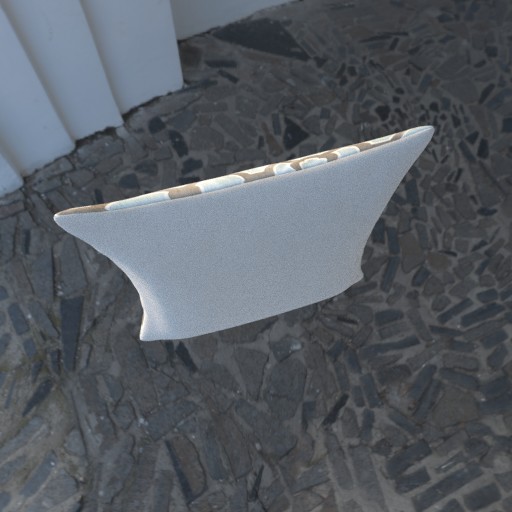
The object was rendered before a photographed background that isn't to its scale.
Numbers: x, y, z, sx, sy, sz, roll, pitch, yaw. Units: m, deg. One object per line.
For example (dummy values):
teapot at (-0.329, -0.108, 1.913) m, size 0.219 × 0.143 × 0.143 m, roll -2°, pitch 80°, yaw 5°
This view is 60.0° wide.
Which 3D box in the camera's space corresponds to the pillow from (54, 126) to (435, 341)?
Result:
pillow at (0.000, 0.000, 0.834) m, size 0.552 × 0.508 × 0.166 m, roll -15°, pitch 62°, yaw -8°
